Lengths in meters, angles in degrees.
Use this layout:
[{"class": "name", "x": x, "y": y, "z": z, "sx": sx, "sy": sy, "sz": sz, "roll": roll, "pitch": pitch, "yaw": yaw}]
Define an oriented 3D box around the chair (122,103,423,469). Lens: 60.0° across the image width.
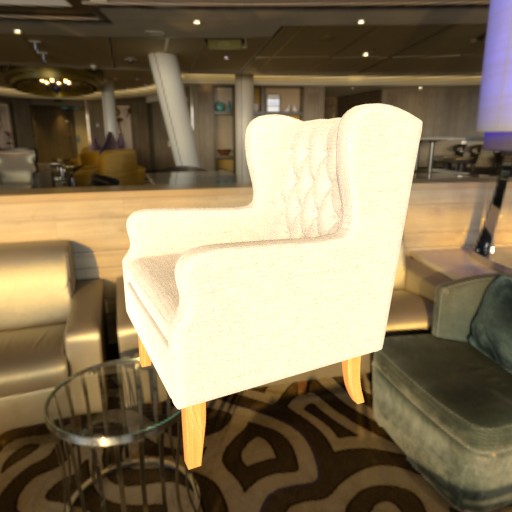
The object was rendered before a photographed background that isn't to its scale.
[{"class": "chair", "x": 0.000, "y": 0.000, "z": 1.465, "sx": 0.760, "sy": 0.930, "sz": 0.710, "roll": -7, "pitch": 16, "yaw": -25}]
